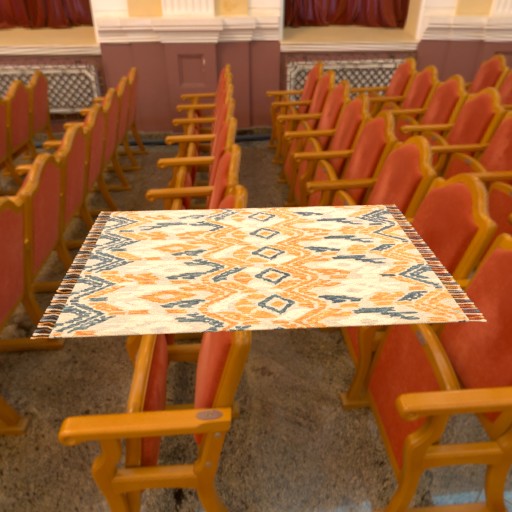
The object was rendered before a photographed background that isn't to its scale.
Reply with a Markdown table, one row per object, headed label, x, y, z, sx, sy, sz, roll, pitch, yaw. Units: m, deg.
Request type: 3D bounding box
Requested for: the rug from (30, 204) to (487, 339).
| label | x | y | z | sx | sy | sz | roll | pitch | yaw |
| --- | --- | --- | --- | --- | --- | --- | --- | --- | --- |
| rug | 0.000 | 0.000 | 2.994 | 2.428 | 0.010 | 1.533 | -2 | 31 | -3 |
